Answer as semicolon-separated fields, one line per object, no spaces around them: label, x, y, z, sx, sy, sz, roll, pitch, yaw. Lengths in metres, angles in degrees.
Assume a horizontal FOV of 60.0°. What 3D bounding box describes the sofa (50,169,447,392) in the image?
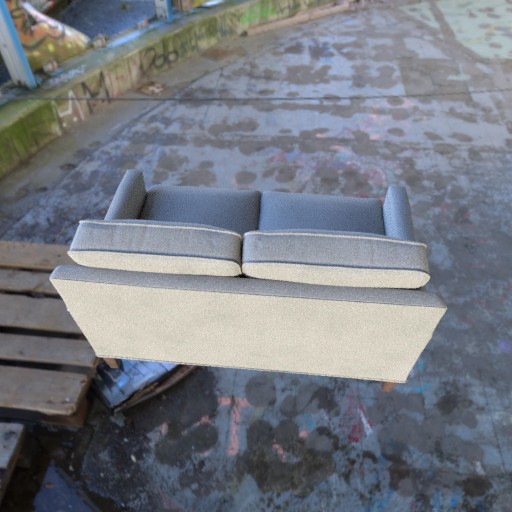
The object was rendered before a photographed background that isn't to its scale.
sofa;0.000;0.000;2.268;1.597;1.003;1.084;4;47;4
